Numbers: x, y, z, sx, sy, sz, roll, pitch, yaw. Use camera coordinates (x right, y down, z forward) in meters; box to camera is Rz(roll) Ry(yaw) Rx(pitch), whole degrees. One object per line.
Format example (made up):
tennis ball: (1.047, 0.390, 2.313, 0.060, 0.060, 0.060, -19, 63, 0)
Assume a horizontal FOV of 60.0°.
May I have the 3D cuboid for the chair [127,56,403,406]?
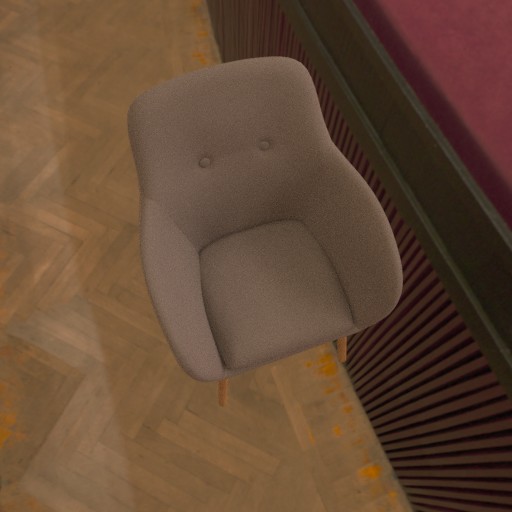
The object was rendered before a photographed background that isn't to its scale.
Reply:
chair: (0.000, 0.000, 1.241, 0.570, 0.830, 0.590, -18, 65, -8)
